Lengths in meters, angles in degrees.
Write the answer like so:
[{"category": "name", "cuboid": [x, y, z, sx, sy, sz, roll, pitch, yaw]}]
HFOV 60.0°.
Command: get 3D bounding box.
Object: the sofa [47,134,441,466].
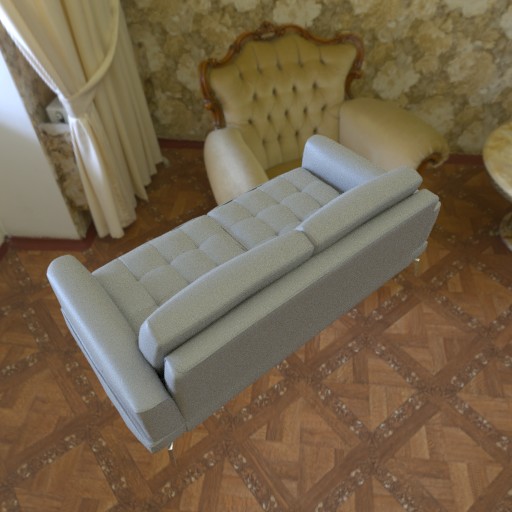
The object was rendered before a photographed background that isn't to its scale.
[{"category": "sofa", "cuboid": [0.000, 0.000, 2.665, 2.177, 0.930, 1.121, -31, 54, -26]}]
